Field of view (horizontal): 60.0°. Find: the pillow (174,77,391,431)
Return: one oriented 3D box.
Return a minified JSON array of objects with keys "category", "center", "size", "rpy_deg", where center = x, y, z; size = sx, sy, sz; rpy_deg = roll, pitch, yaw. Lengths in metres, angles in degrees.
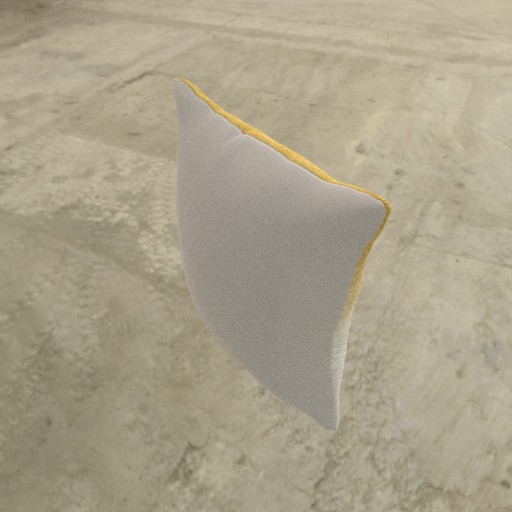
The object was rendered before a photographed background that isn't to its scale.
[{"category":"pillow","center":[0.000,0.000,0.717],"size":[0.211,0.450,0.450],"rpy_deg":[-25,47,-26]}]
